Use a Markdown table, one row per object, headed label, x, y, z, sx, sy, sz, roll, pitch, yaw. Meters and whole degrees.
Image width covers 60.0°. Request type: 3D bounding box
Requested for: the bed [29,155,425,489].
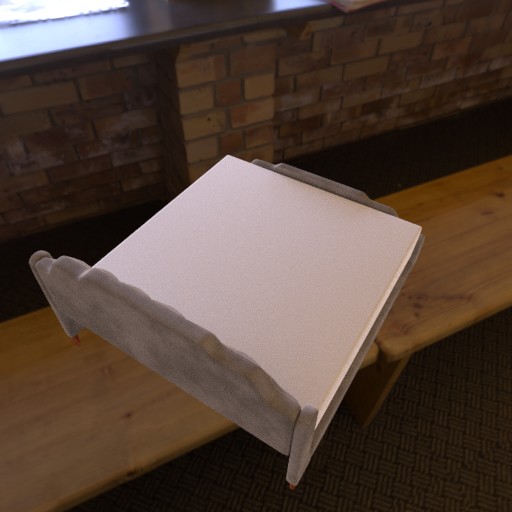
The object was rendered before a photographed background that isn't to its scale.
| label | x | y | z | sx | sy | sz | roll | pitch | yaw |
| --- | --- | --- | --- | --- | --- | --- | --- | --- | --- |
| bed | 0.000 | 0.000 | 3.474 | 2.074 | 1.245 | 2.340 | 25 | 51 | 22 |
